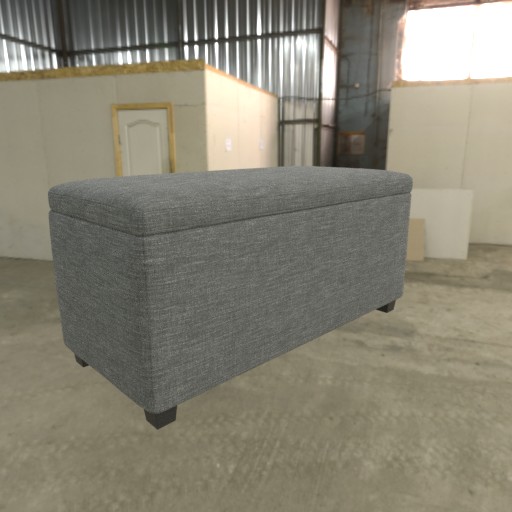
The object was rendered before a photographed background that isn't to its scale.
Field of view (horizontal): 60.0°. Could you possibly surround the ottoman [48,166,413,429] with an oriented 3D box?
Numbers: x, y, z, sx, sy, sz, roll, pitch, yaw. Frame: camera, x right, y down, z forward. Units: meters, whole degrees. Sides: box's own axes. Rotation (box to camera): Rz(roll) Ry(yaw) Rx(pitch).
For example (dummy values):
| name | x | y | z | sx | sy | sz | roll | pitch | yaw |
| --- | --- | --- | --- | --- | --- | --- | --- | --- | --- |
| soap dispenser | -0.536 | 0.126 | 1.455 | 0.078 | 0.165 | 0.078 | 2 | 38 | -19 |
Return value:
| name | x | y | z | sx | sy | sz | roll | pitch | yaw |
| --- | --- | --- | --- | --- | --- | --- | --- | --- | --- |
| ottoman | 0.000 | 0.000 | 1.155 | 0.902 | 0.432 | 0.419 | -14 | 20 | -42 |
